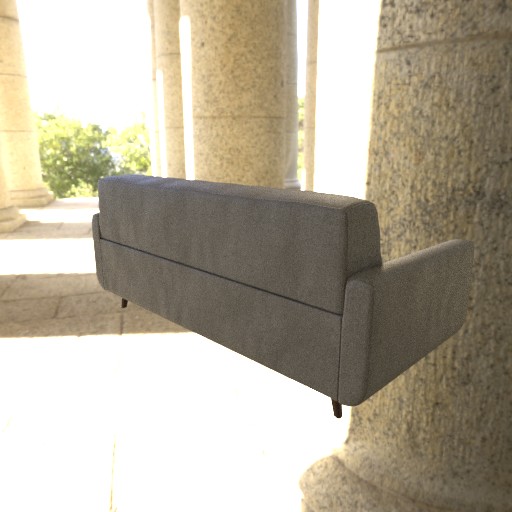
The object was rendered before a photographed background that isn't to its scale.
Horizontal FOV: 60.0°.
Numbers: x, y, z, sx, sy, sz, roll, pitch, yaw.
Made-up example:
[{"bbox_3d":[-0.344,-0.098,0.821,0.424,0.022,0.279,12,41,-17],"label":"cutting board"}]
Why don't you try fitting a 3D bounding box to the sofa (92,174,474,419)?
[{"bbox_3d":[0.000,0.000,2.515,0.968,0.873,2.055,-14,20,-43],"label":"sofa"}]
